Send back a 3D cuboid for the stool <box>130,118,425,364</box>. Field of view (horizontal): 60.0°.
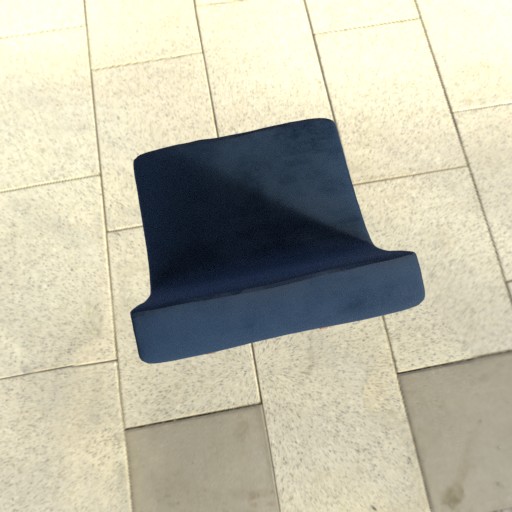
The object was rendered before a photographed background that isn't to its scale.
[{"bbox_3d":[0.000,0.000,1.241,0.511,0.945,0.516,-12,76,-3],"label":"stool"}]
